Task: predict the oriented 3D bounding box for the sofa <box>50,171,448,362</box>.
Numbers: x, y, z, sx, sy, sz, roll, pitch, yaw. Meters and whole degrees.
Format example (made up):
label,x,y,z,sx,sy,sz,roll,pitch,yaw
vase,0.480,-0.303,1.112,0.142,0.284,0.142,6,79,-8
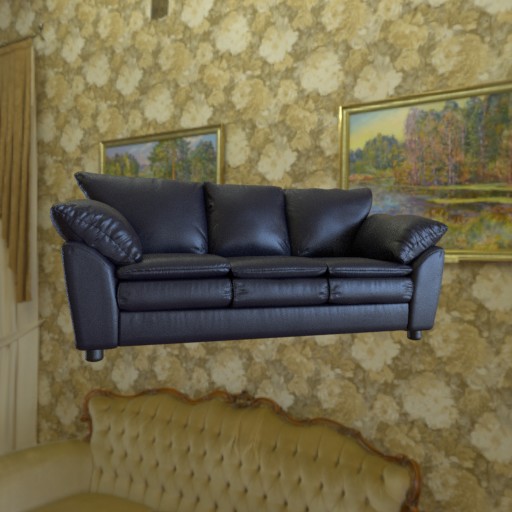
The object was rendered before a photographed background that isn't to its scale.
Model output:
label,x,y,z,sx,sy,sz,roll,pitch,yaw
sofa,0.000,0.000,2.842,2.336,1.073,0.880,0,-1,-19
